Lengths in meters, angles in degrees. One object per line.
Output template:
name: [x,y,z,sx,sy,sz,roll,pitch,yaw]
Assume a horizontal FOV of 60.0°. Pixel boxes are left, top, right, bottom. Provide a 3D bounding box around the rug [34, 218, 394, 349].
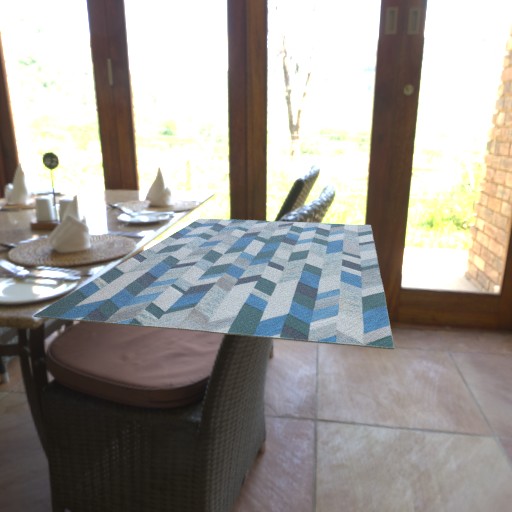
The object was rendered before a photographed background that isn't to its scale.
rug: [0.000,0.000,2.290,1.229,0.005,1.827,3,16,11]
